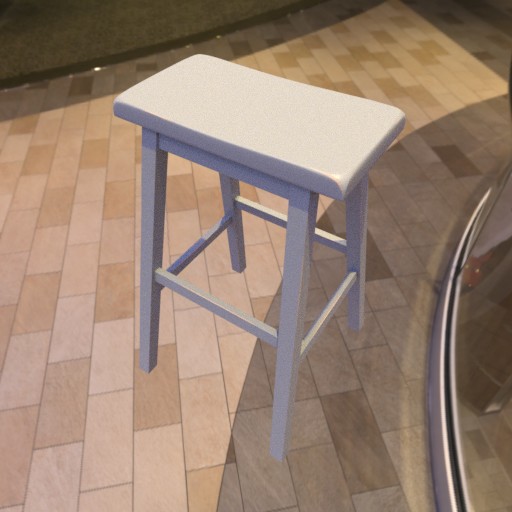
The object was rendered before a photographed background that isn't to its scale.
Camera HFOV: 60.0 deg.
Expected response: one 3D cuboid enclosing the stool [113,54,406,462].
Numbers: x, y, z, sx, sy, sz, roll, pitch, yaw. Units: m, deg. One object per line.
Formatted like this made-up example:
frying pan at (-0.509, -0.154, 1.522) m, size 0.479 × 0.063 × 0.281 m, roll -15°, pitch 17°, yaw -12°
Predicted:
stool at (0.000, 0.000, 1.011) m, size 0.457 × 0.737 × 0.476 m, roll 25°, pitch 51°, yaw 23°
